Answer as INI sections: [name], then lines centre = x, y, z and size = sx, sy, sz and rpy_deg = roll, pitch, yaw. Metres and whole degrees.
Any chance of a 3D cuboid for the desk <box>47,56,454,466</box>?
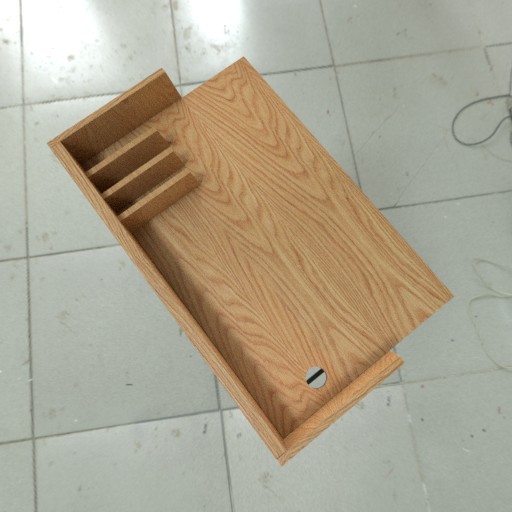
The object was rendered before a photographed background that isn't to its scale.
[desk]
centre = 0.000, 0.000, 1.857
size = 0.769, 1.061, 1.191
rpy_deg = -37, 80, -8
